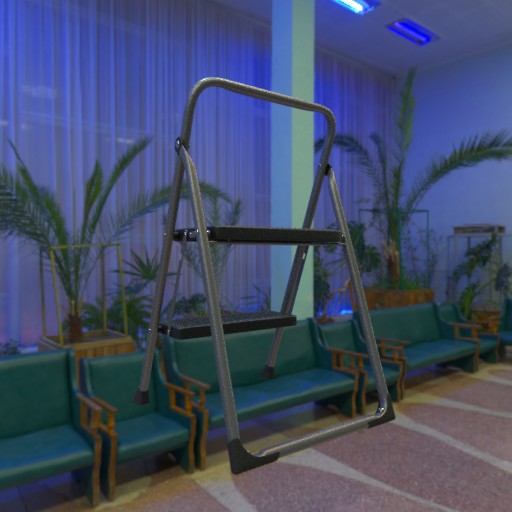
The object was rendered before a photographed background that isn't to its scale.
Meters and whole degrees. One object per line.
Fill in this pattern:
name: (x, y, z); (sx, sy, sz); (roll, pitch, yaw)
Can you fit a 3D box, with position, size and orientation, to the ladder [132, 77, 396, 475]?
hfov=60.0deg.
ladder: (0.000, 0.000, 1.031); (0.430, 0.720, 0.472); (0, 1, -36)
